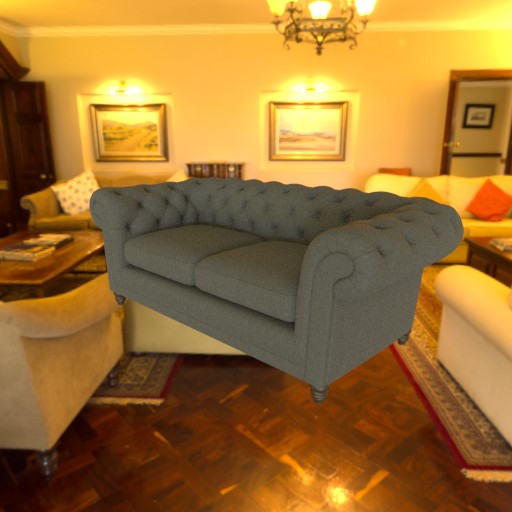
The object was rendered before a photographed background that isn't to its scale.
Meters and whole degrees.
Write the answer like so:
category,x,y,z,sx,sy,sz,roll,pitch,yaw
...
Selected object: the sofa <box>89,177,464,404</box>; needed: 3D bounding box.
category,x,y,z,sx,sy,sz,roll,pitch,yaw
sofa,0.000,0.000,2.509,1.998,0.764,0.986,14,21,42
